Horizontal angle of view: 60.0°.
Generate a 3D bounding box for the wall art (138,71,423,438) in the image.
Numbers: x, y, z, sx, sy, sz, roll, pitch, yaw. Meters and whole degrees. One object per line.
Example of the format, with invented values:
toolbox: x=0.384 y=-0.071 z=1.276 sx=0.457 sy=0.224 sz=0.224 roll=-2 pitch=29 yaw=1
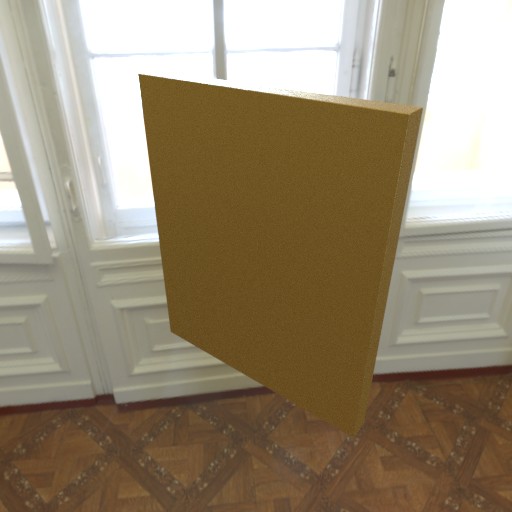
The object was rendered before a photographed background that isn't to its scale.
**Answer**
wall art: x=0.000 y=0.000 z=0.890 sx=0.537 sy=0.642 sz=0.048 roll=21 pitch=37 yaw=32
